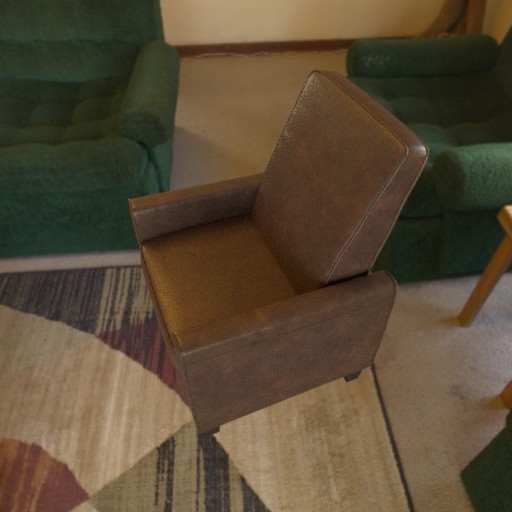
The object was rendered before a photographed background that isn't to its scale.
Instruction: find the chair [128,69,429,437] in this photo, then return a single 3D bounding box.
[{"bbox_3d":[0.000,0.000,1.518,0.746,1.013,0.705,-17,49,-15],"label":"chair"}]
